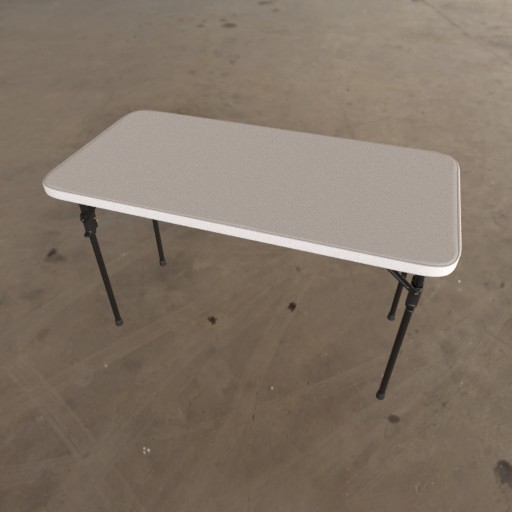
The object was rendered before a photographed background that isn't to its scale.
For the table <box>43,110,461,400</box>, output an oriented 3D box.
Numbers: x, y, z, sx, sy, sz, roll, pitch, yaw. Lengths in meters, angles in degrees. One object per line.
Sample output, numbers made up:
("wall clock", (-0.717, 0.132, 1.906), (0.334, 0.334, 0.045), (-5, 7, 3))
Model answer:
("table", (0.000, 0.000, 1.637), (1.219, 0.729, 0.610), (12, 43, 14))
